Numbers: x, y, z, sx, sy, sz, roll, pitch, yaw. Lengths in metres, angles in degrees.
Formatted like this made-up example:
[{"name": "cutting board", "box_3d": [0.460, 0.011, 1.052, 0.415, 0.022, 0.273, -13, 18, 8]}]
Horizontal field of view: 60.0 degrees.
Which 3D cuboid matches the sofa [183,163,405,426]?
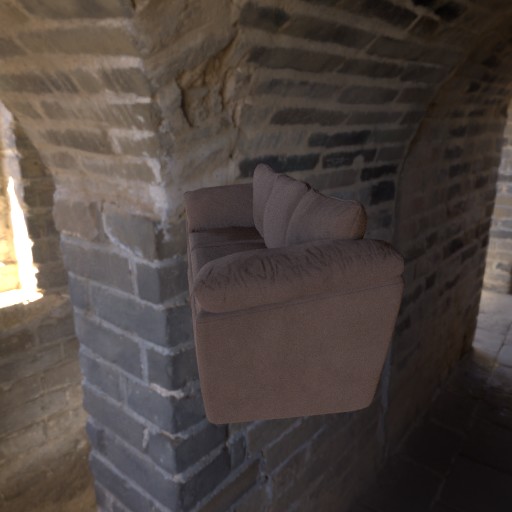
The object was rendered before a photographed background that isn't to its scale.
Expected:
[{"name": "sofa", "box_3d": [0.000, 0.000, 2.857, 0.878, 1.015, 2.336, -3, 16, -9]}]
